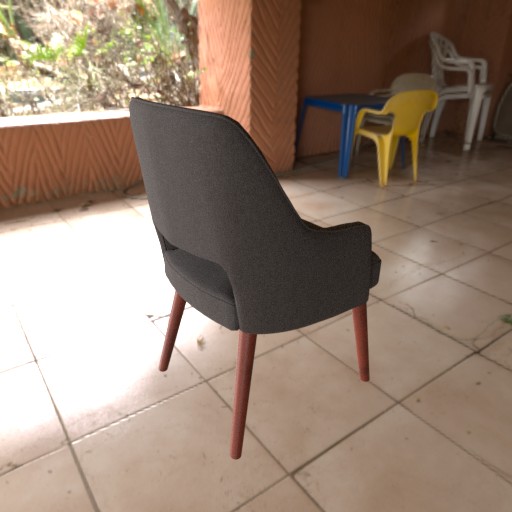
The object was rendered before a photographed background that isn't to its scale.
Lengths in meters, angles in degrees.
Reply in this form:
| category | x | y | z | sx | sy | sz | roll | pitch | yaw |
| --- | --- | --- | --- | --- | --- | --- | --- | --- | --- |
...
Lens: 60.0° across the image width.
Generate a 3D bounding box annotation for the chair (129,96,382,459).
| category | x | y | z | sx | sy | sz | roll | pitch | yaw |
| --- | --- | --- | --- | --- | --- | --- | --- | --- | --- |
| chair | 0.000 | 0.000 | 1.217 | 0.560 | 0.838 | 0.559 | -18 | 31 | -33 |
